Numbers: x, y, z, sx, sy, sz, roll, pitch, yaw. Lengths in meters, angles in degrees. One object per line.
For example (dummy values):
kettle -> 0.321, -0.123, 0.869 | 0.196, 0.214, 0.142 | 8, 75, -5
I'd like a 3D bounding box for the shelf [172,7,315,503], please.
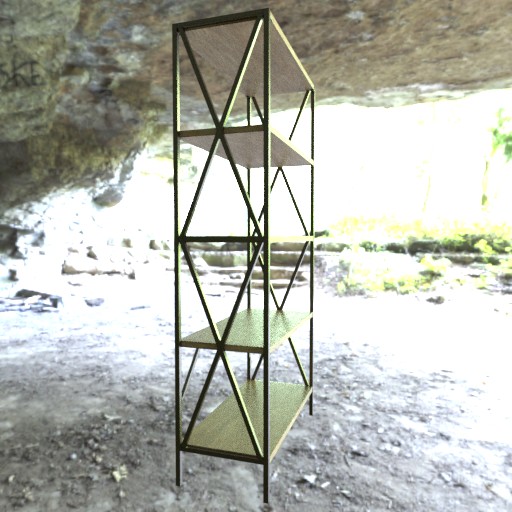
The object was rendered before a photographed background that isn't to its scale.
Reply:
shelf -> 0.000, 0.000, 2.085 | 0.386, 1.803, 0.874 | 1, 3, 18
